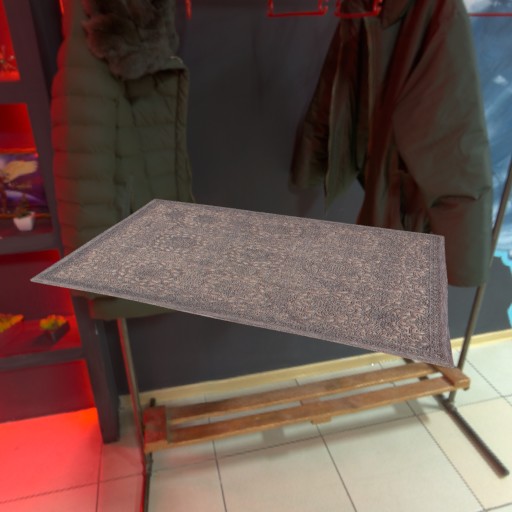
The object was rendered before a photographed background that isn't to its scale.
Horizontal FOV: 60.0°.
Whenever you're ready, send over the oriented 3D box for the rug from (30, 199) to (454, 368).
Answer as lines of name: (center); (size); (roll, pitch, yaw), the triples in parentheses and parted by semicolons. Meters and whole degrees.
rug: (0.000, 0.000, 3.079); (2.498, 0.022, 1.535); (9, 29, 17)
